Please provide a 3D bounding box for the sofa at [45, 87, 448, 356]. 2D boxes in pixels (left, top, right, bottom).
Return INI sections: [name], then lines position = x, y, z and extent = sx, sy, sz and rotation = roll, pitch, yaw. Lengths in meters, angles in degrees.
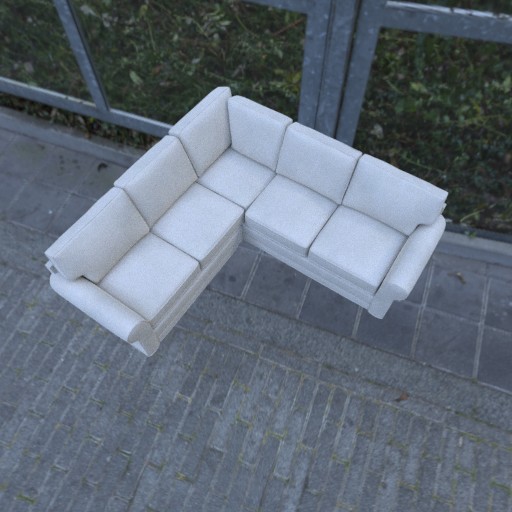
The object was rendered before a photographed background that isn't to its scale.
[sofa]
position = 0.000, 0.000, 3.926
extent = 2.569, 1.054, 2.487
rotation = 30, 63, 17
